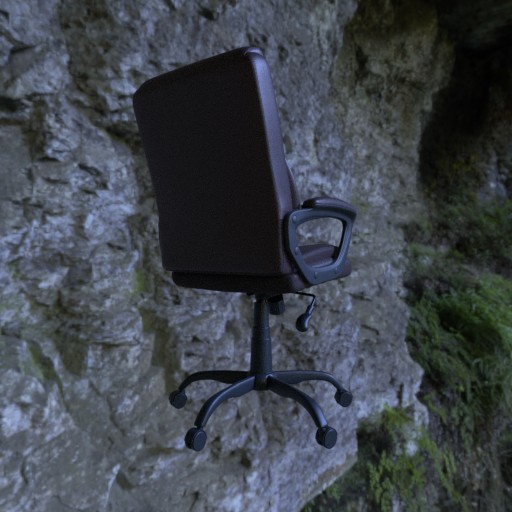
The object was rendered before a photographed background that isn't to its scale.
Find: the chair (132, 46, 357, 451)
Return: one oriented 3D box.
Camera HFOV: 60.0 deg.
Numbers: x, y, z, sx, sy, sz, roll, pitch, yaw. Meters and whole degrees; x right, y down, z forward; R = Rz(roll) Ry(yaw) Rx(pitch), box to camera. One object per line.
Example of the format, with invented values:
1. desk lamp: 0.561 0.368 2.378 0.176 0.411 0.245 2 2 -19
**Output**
1. chair: 0.000 0.000 1.453 0.615 1.072 0.655 1 1 37
